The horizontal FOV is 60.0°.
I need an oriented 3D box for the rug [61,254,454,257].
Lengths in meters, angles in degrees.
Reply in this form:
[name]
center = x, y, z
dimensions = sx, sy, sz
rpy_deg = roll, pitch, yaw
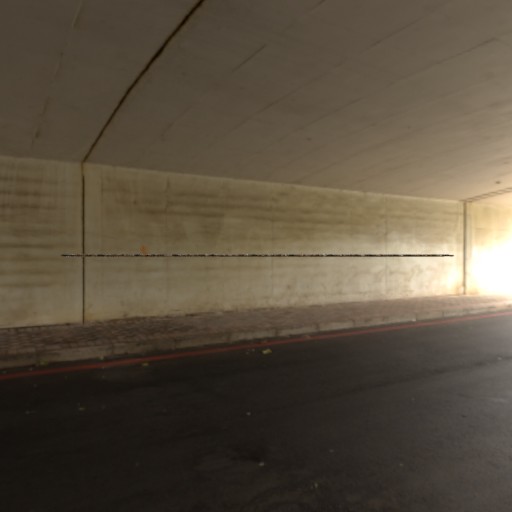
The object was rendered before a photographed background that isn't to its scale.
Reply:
[rug]
center = 0.000, 0.000, 2.276
dimensions = 1.278, 0.009, 1.726
rpy_deg = 0, 0, 0
